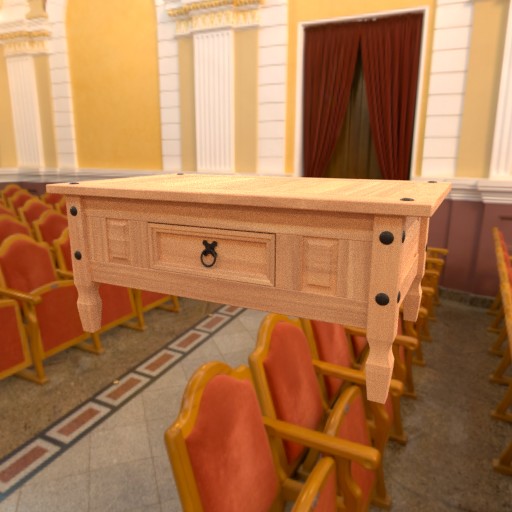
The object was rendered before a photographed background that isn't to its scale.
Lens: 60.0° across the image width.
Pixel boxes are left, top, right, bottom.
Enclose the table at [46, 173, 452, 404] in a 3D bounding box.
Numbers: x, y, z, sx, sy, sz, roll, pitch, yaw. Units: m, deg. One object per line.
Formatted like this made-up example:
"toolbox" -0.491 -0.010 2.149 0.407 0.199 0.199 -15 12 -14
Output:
"table" 0.000 0.000 1.320 1.000 0.437 0.600 7 15 26
